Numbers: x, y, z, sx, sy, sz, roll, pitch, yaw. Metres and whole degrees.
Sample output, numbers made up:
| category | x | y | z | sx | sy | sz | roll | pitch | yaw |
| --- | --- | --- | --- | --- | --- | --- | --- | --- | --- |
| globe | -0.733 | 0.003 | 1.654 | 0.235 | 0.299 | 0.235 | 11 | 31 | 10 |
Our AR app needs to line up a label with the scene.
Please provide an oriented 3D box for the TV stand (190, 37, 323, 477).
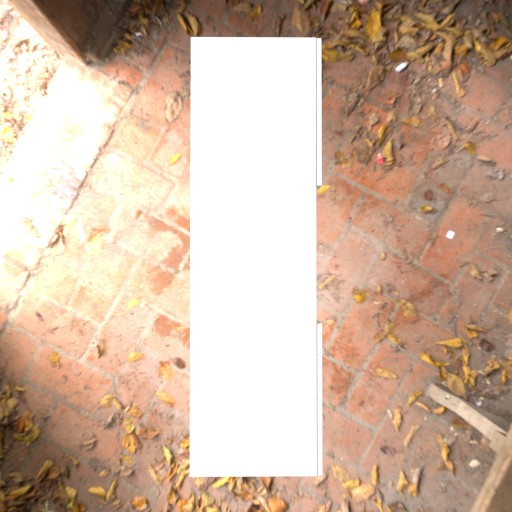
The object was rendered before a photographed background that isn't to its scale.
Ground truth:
| category | x | y | z | sx | sy | sz | roll | pitch | yaw |
| --- | --- | --- | --- | --- | --- | --- | --- | --- | --- |
| TV stand | 0.000 | 0.000 | 1.568 | 0.420 | 0.310 | 1.400 | 0 | 89 | 0 |
